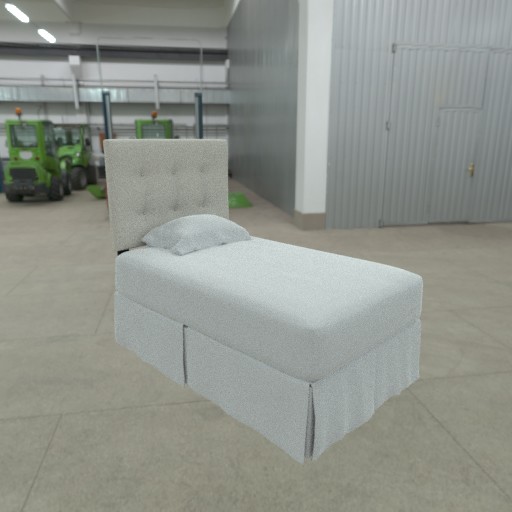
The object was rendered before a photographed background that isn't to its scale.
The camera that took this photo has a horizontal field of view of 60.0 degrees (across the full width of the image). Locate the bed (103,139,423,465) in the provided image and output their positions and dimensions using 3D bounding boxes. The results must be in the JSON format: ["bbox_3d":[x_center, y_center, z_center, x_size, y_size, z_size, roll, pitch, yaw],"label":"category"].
[{"bbox_3d":[0.000,0.000,3.072,1.997,1.571,1.261,14,20,43],"label":"bed"}]
